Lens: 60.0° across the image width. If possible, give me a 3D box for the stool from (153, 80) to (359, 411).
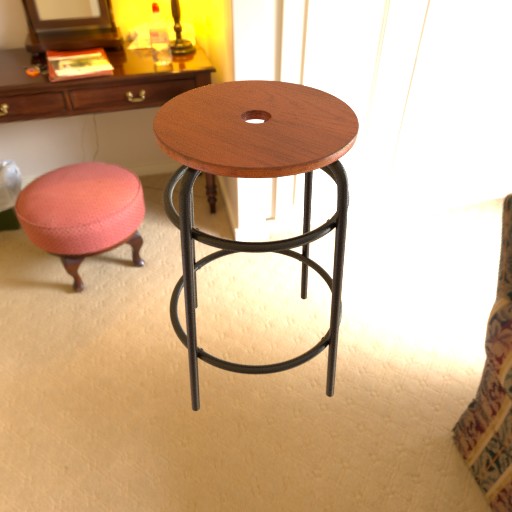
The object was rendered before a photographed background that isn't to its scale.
[{"bbox_3d":[0.000,0.000,0.928,0.455,0.610,0.455,28,48,28],"label":"stool"}]
